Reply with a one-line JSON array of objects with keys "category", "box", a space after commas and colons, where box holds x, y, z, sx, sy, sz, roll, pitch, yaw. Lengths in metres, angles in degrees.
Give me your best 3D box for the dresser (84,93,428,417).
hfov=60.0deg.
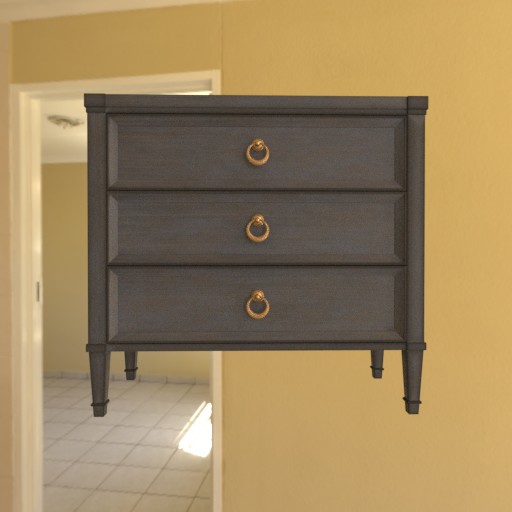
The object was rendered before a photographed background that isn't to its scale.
[{"category": "dresser", "box": [0.000, 0.000, 1.575, 1.049, 0.986, 0.463, 0, 1, -1]}]
